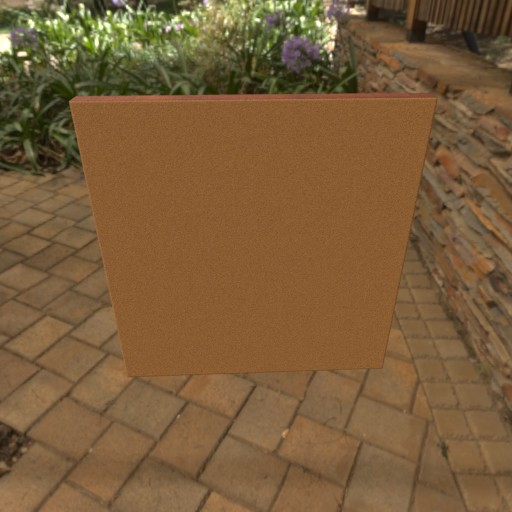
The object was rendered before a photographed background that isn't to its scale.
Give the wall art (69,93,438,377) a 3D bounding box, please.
[{"bbox_3d":[0.000,0.000,0.829,0.554,0.572,0.037,-1,31,-2],"label":"wall art"}]
